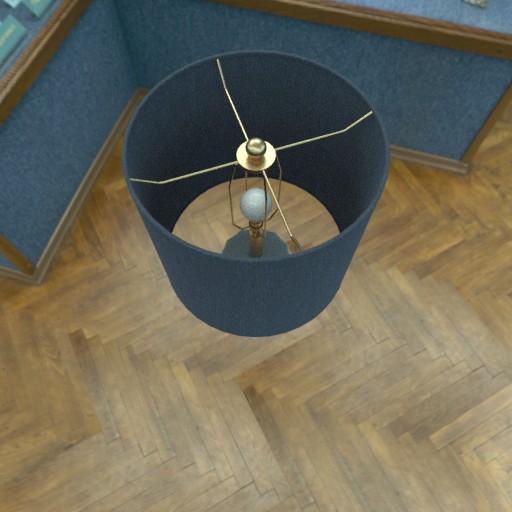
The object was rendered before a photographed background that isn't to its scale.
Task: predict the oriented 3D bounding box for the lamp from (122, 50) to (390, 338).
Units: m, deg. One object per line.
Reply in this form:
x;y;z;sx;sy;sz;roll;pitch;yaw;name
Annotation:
0.000;0.000;0.700;0.277;0.537;0.277;17;65;8;lamp
